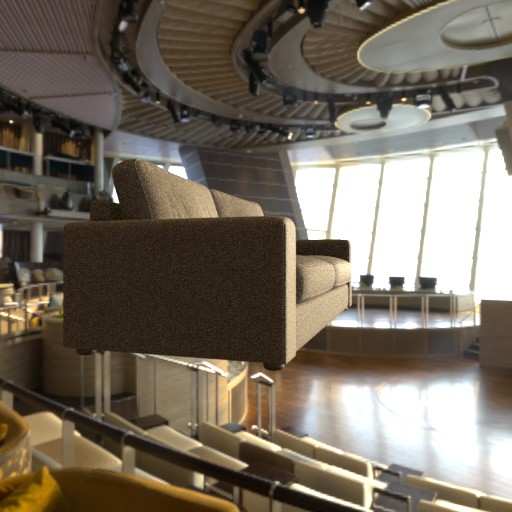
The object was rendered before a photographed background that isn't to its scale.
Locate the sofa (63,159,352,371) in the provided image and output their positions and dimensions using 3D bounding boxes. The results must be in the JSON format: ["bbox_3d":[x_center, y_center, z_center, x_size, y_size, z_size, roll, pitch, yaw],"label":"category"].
[{"bbox_3d":[0.000,0.000,2.748,1.016,0.873,2.179,0,0,18],"label":"sofa"}]
